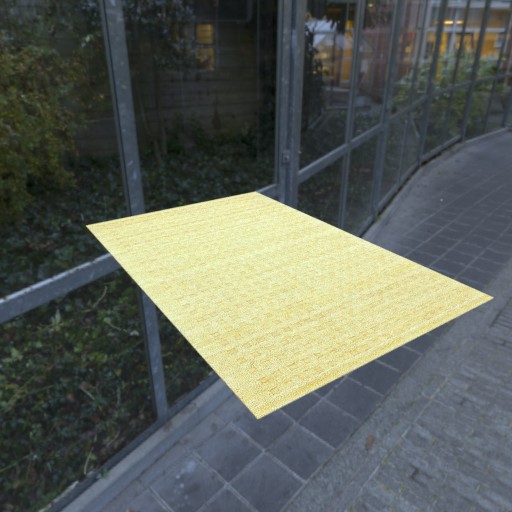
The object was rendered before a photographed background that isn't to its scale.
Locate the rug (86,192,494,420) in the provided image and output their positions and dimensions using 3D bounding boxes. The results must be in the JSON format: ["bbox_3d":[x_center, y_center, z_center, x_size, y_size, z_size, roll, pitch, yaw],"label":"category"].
[{"bbox_3d":[0.000,0.000,2.841,1.524,0.006,2.286,-16,30,-30],"label":"rug"}]
